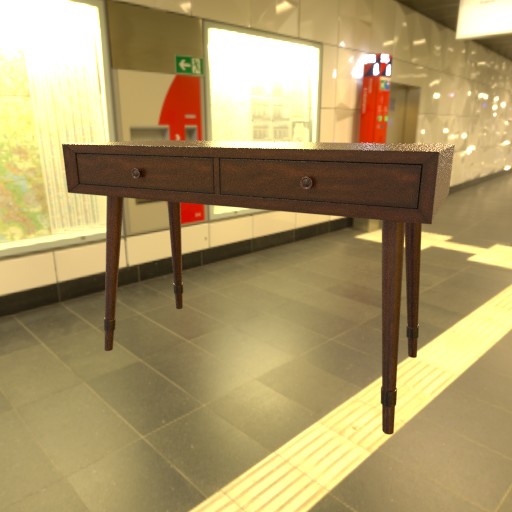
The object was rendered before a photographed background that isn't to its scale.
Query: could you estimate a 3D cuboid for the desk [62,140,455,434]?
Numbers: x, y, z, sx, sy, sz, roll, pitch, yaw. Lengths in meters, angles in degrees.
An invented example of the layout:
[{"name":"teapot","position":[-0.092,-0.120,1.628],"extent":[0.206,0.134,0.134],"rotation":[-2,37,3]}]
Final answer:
[{"name":"desk","position":[0.000,0.000,2.103],"extent":[1.577,1.031,0.734],"rotation":[8,18,25]}]
